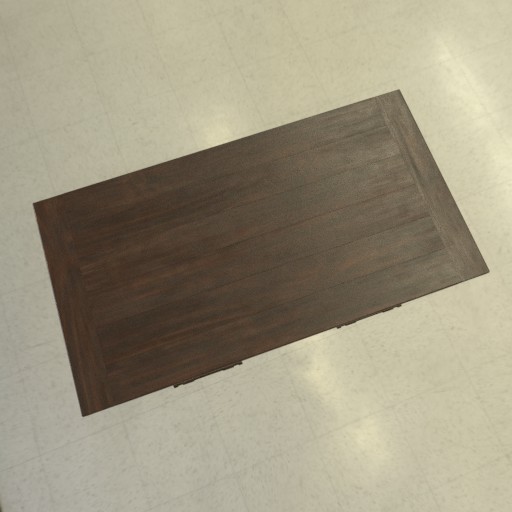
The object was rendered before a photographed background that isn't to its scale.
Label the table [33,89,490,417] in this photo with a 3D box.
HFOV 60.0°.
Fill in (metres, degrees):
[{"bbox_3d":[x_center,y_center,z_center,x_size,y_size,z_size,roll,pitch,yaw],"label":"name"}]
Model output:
[{"bbox_3d":[0.000,0.000,1.613,1.270,0.494,0.700,-19,76,-5],"label":"table"}]
